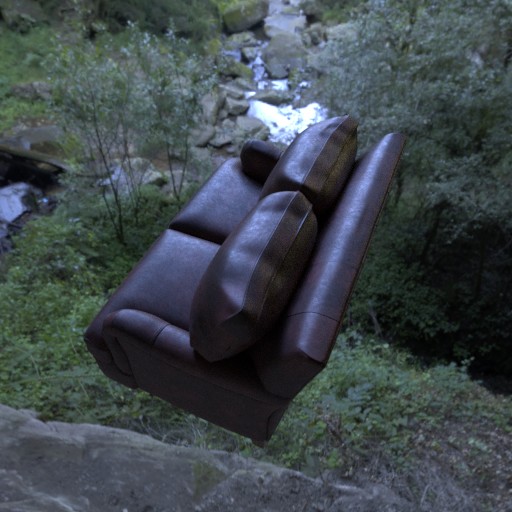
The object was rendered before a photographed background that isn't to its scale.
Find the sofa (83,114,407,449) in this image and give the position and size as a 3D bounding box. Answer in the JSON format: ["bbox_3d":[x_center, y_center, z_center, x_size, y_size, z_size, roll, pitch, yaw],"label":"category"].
[{"bbox_3d":[0.000,0.000,2.398,1.148,1.070,1.628,18,50,16],"label":"sofa"}]
